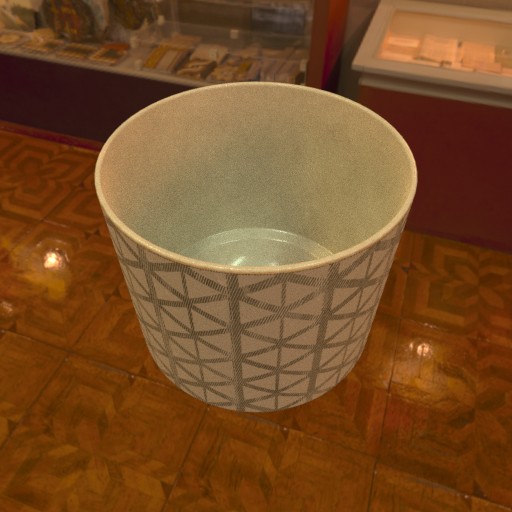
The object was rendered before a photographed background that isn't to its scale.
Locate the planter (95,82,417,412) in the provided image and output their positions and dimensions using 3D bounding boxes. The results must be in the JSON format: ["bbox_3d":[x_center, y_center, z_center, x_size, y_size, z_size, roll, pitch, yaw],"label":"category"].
[{"bbox_3d":[0.000,0.000,0.334,0.190,0.181,0.190,0,47,0],"label":"planter"}]
